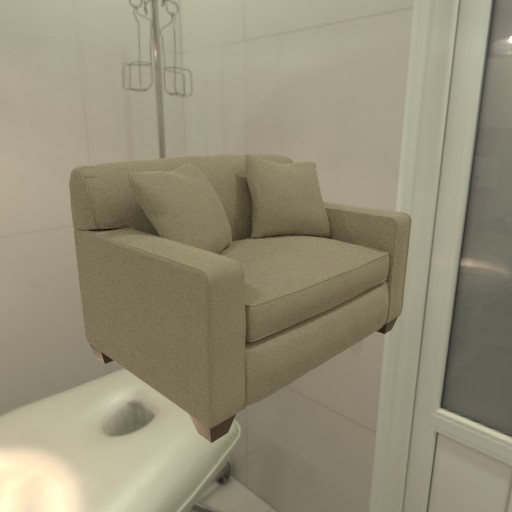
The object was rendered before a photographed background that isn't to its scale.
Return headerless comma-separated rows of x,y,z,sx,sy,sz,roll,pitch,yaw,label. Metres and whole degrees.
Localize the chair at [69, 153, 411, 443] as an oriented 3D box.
0.000,0.000,2.182,1.000,0.948,1.383,15,22,42,chair
